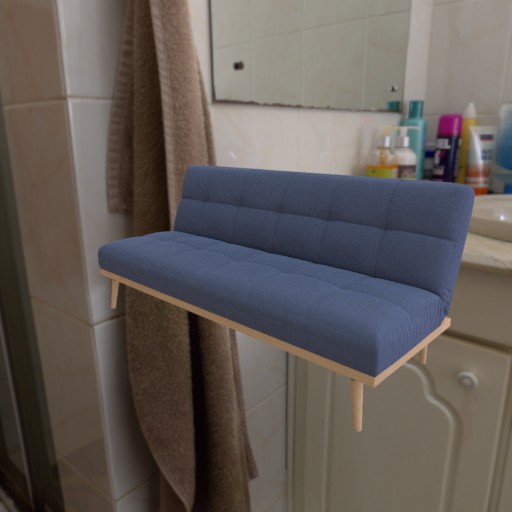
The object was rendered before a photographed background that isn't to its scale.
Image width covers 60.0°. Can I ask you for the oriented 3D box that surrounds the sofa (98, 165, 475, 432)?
[{"bbox_3d":[0.000,0.000,2.234,1.800,0.800,0.796,14,21,41],"label":"sofa"}]
